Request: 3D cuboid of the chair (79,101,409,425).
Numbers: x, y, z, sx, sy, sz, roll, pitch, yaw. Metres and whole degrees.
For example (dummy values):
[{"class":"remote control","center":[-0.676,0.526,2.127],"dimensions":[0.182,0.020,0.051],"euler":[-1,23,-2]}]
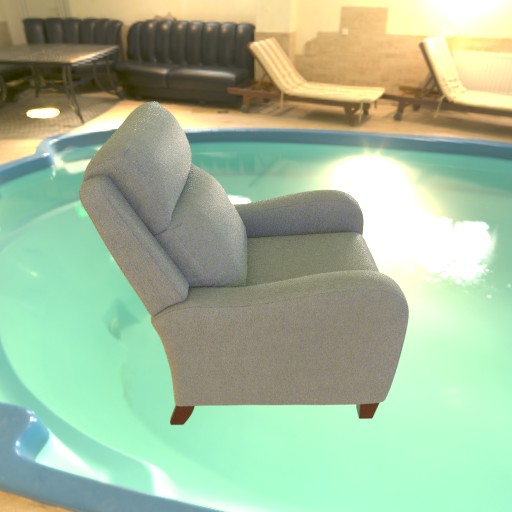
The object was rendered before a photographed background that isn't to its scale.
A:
[{"class":"chair","center":[0.000,0.000,1.724],"dimensions":[0.988,1.067,0.785],"euler":[-1,32,-1]}]
